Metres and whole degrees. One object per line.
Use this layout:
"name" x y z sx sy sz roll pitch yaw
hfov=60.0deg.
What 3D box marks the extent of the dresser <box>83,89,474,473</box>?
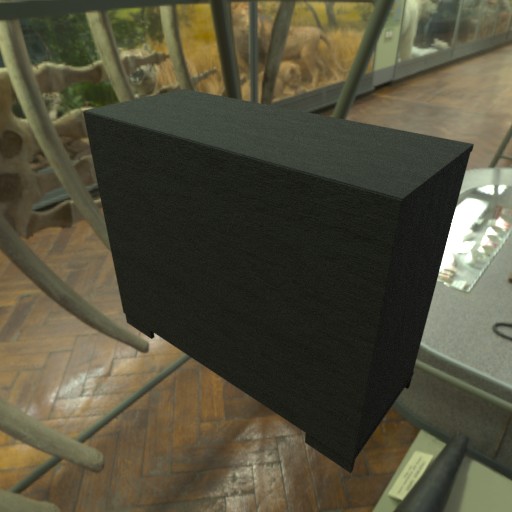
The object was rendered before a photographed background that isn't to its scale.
"dresser" 0.000 0.000 1.390 0.994 0.816 0.404 23 39 33
